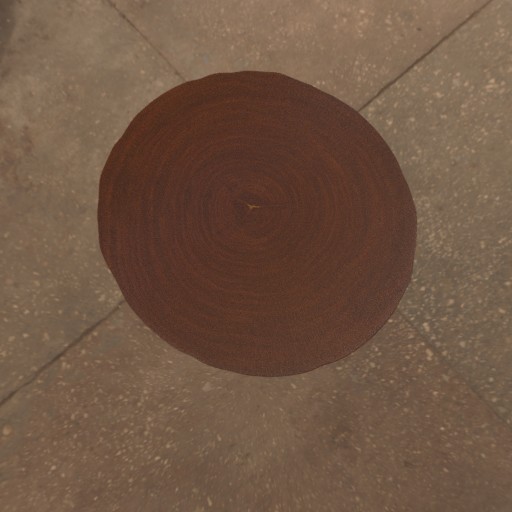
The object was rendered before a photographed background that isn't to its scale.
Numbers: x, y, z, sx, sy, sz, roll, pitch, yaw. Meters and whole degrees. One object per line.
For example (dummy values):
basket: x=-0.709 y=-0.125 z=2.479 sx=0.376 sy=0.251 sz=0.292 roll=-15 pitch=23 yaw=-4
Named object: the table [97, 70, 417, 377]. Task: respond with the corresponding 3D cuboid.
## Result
table: x=0.000 y=0.000 z=0.764 sx=0.380 sy=0.450 sz=0.410 roll=-38 pitch=78 yaw=-9
